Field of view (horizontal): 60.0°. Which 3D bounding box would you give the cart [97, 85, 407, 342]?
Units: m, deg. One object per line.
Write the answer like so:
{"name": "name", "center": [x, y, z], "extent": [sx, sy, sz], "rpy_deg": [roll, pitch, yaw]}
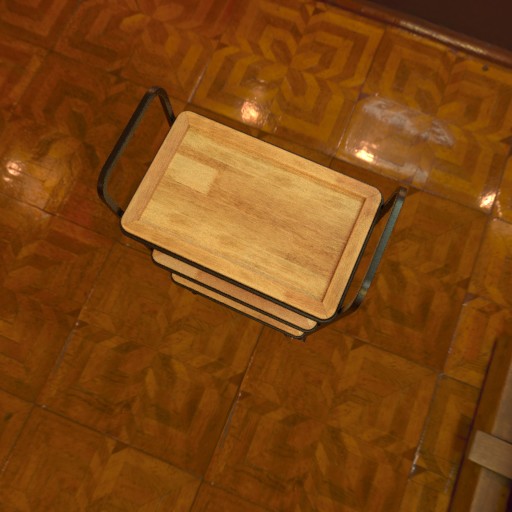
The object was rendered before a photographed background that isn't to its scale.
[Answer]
{"name": "cart", "center": [0.000, 0.000, 1.322], "extent": [0.545, 1.080, 0.321], "rpy_deg": [24, 78, 6]}
